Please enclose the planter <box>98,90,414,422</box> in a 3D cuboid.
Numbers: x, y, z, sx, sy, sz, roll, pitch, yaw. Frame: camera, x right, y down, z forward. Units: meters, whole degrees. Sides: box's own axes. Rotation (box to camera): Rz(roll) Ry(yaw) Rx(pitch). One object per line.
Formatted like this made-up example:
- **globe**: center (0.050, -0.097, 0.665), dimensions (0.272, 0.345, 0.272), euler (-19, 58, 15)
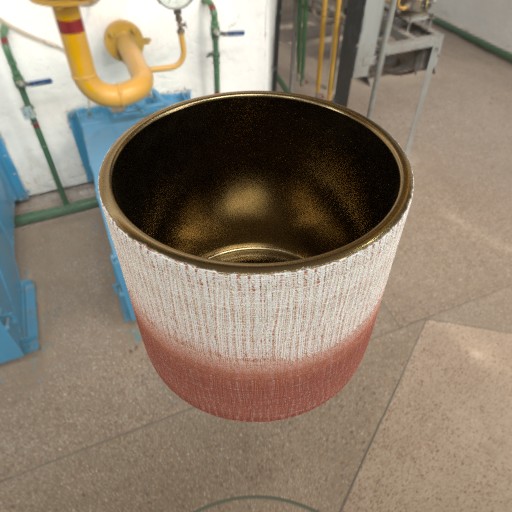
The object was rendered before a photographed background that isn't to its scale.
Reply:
- **planter**: center (0.000, 0.000, 0.307), dimensions (0.178, 0.157, 0.178), euler (0, 46, 0)
